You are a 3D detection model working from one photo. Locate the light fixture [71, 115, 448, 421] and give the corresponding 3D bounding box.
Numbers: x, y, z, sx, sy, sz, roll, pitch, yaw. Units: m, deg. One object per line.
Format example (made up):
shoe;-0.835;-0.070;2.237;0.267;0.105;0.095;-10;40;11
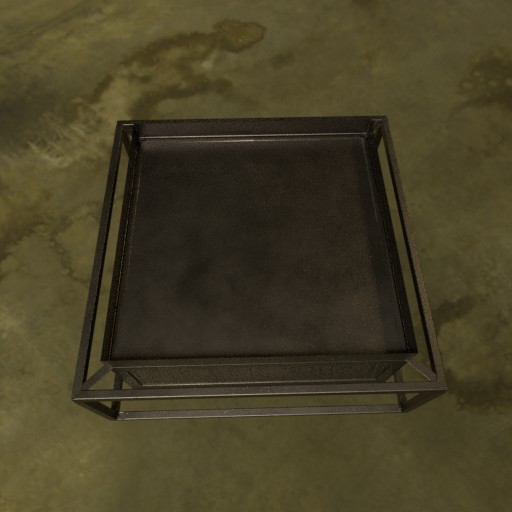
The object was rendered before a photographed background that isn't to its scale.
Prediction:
light fixture;0.000;0.000;0.679;0.441;0.191;0.441;-1;62;-1
